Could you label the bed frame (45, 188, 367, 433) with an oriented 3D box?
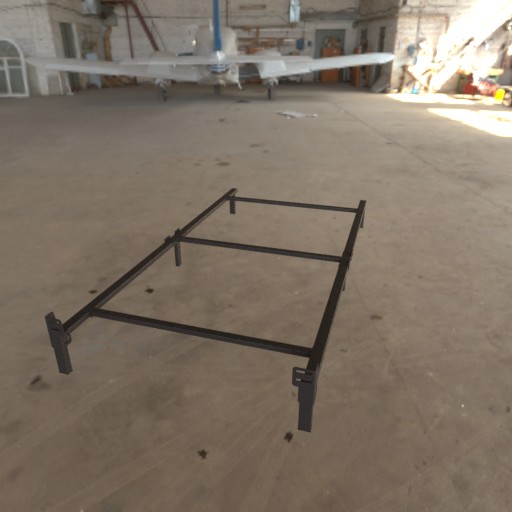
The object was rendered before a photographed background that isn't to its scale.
[{"bbox_3d":[0.000,0.000,2.296,0.968,0.248,1.897,8,26,16],"label":"bed frame"}]
